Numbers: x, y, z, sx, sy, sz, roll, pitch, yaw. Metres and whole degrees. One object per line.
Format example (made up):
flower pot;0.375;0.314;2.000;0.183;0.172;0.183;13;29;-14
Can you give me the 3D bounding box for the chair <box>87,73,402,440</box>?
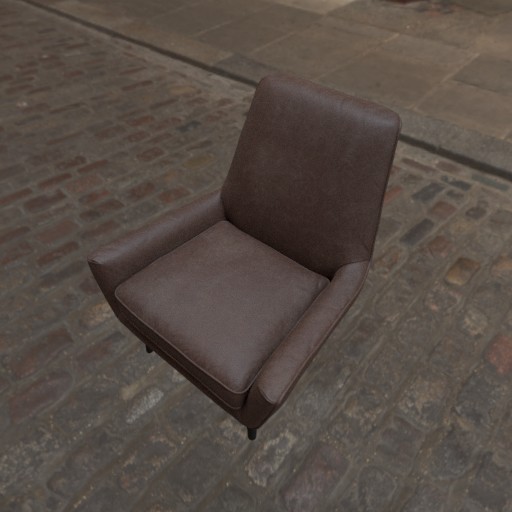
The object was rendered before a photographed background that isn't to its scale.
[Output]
chair;0.000;0.000;1.480;0.787;0.888;0.824;31;53;27
